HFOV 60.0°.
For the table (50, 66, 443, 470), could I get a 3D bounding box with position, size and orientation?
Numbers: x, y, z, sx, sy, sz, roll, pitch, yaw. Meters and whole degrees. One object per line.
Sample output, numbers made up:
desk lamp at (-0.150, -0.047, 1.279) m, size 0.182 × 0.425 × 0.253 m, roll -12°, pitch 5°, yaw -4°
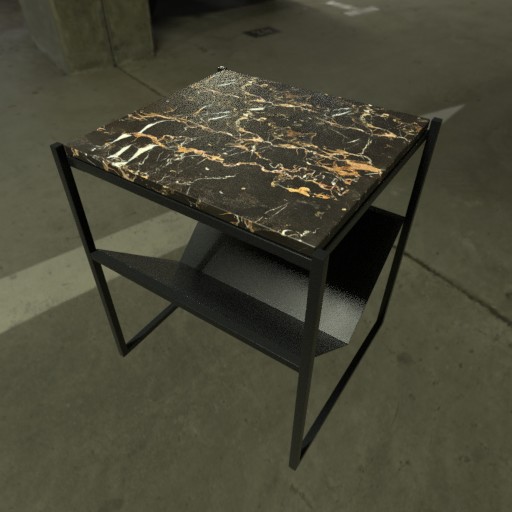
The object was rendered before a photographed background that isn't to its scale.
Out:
table at (0.000, 0.000, 0.886) m, size 0.469 × 0.534 × 0.432 m, roll 24°, pitch 47°, yaw 25°
